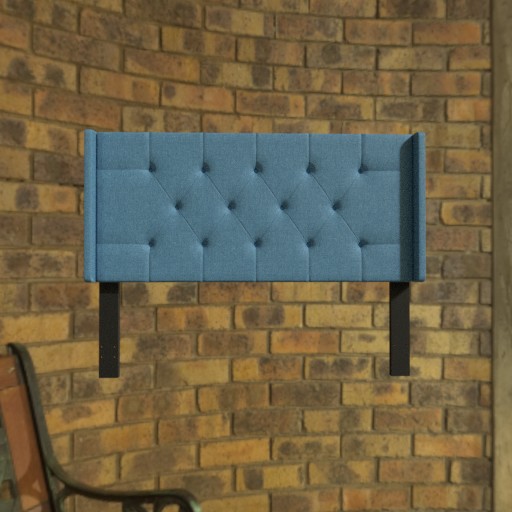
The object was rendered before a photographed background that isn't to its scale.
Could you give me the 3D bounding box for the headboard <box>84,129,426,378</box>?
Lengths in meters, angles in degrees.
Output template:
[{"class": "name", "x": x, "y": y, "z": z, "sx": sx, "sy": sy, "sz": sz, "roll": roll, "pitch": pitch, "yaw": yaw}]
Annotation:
[{"class": "headboard", "x": 0.000, "y": 0.000, "z": 2.744, "sx": 2.051, "sy": 1.524, "sz": 0.184, "roll": 0, "pitch": -1, "yaw": -1}]
